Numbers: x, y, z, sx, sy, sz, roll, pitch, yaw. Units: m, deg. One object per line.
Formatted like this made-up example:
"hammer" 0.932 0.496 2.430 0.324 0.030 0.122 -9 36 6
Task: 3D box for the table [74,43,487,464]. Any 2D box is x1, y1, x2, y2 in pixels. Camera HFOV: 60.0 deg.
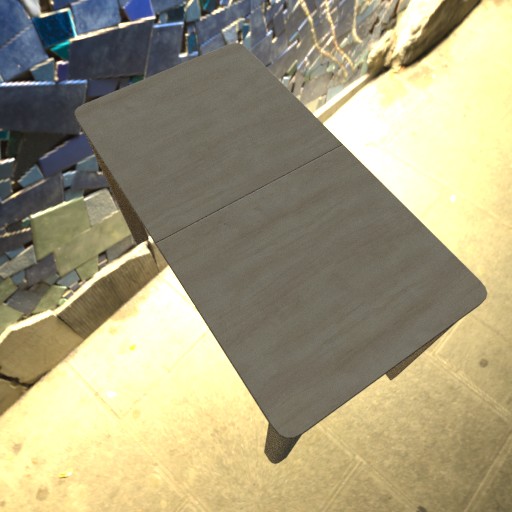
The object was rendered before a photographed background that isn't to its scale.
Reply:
"table" 0.000 0.000 1.875 0.750 0.900 1.400 -30 65 -16
